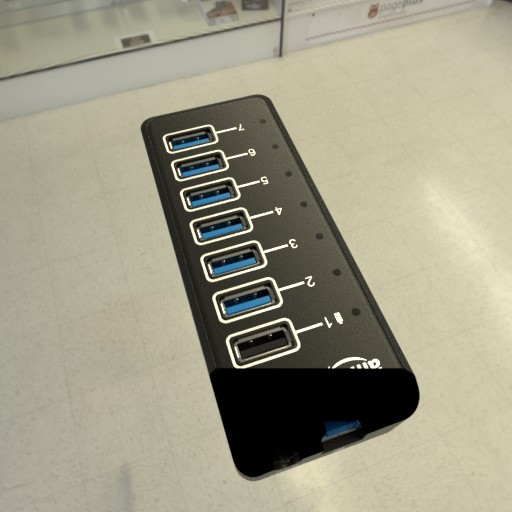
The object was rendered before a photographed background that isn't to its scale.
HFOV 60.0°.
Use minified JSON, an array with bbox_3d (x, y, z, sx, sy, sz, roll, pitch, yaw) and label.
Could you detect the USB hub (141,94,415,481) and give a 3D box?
[{"bbox_3d":[0.000,0.000,0.129,0.044,0.023,0.110,-16,60,-9],"label":"USB hub"}]
